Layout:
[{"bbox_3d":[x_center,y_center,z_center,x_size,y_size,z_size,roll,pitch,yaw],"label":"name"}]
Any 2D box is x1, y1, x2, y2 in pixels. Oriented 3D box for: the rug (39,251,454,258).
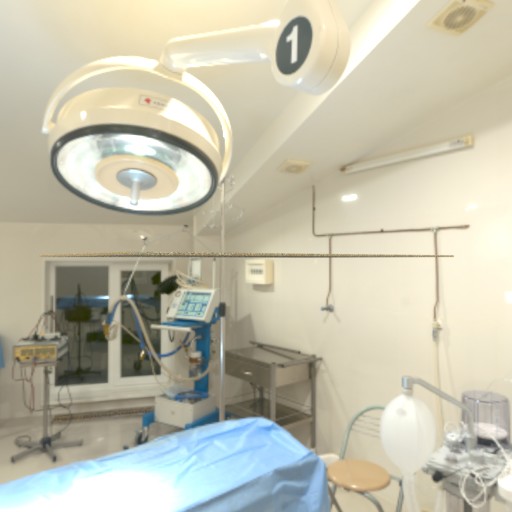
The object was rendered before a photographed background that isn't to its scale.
[{"bbox_3d":[0.000,0.000,3.062,2.448,0.012,1.540,0,-1,-37],"label":"rug"}]
